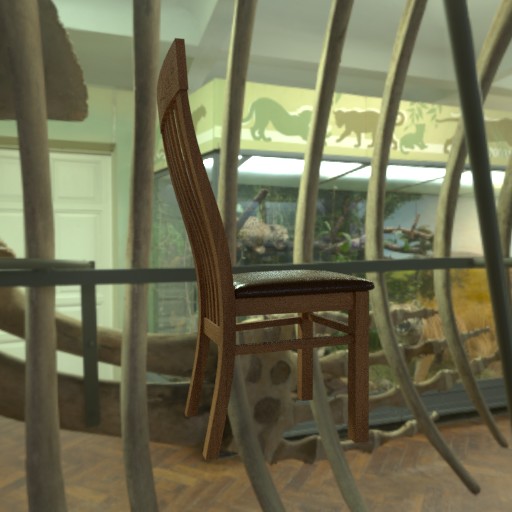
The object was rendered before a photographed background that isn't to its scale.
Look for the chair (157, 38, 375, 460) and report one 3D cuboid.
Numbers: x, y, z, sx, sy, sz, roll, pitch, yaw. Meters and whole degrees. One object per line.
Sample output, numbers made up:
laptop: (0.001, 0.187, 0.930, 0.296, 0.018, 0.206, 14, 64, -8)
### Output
chair: (0.000, 0.000, 1.363, 0.580, 1.050, 0.450, 0, 1, -18)
